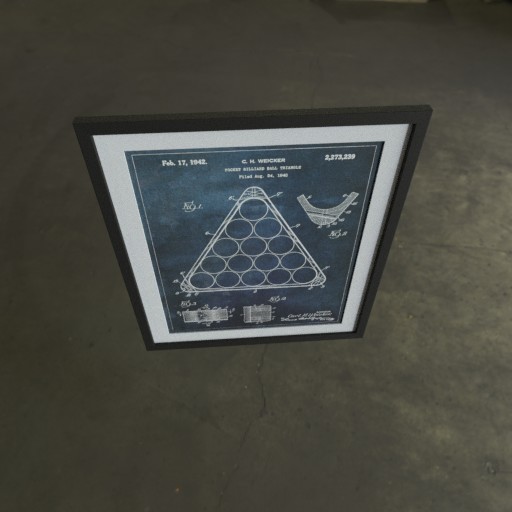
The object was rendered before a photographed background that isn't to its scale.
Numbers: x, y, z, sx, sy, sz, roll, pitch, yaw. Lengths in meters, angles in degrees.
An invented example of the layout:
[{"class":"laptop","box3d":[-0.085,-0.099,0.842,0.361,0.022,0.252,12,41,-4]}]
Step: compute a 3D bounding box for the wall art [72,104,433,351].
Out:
[{"class":"wall art","box3d":[0.000,0.000,1.244,0.755,0.863,0.028,-3,46,-3]}]
